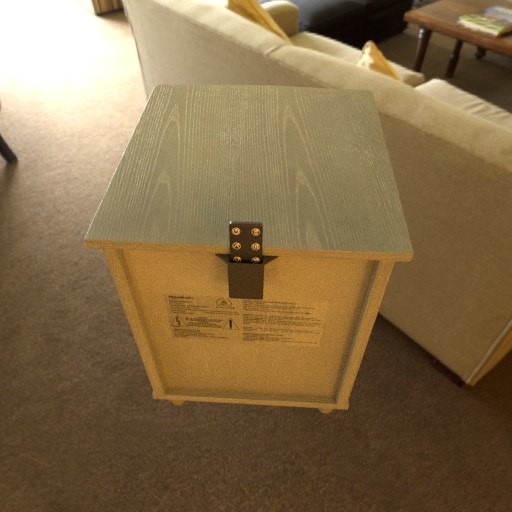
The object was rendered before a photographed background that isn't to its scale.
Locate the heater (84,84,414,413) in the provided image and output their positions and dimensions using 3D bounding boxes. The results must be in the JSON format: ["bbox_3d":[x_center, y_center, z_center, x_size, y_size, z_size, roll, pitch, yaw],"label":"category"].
[{"bbox_3d":[0.000,0.000,0.755,0.362,0.481,0.400,2,47,2],"label":"heater"}]
